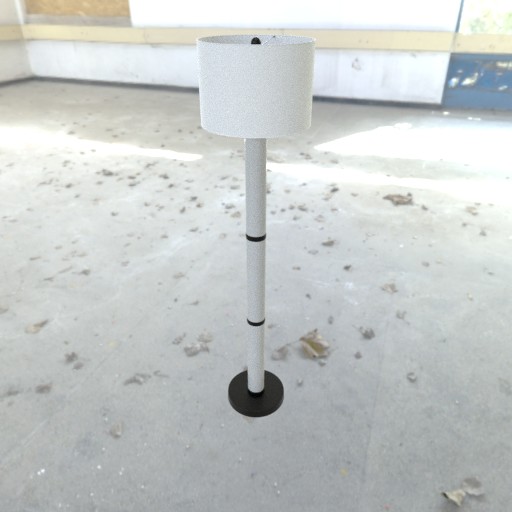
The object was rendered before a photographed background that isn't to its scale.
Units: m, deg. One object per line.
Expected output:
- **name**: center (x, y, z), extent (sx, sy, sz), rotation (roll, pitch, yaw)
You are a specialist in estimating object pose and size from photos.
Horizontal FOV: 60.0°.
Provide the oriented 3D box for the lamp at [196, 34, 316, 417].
- **lamp**: center (0.000, 0.000, 1.799), extent (0.377, 1.599, 0.377), rotation (11, 32, 18)
